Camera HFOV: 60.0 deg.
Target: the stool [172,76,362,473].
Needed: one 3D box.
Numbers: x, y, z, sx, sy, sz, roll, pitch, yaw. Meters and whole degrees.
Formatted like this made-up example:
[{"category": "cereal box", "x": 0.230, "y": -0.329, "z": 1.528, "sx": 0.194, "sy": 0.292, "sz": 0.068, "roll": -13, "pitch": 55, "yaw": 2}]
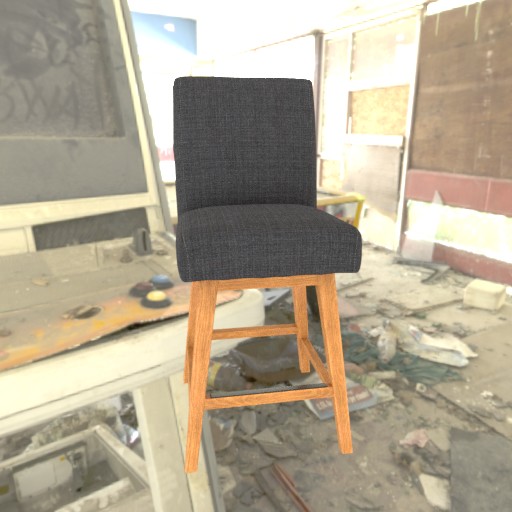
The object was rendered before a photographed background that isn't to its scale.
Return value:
[{"category": "stool", "x": 0.000, "y": 0.000, "z": 1.285, "sx": 0.459, "sy": 1.010, "sz": 0.526, "roll": -3, "pitch": 17, "yaw": -9}]
